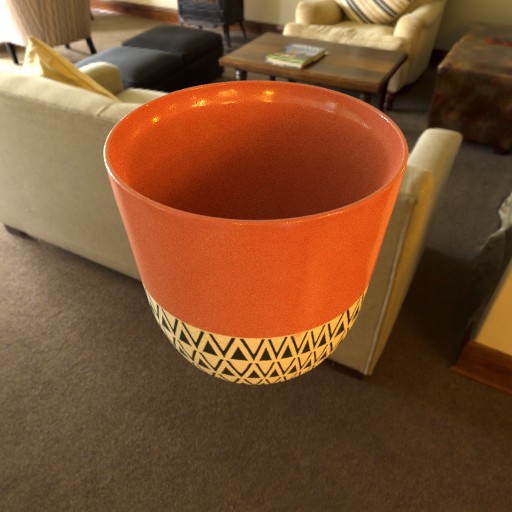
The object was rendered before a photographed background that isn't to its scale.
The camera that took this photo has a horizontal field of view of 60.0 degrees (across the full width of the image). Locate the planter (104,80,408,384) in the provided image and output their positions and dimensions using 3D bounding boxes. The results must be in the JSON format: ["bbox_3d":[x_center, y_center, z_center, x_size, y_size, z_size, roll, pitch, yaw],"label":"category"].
[{"bbox_3d":[0.000,0.000,0.362,0.195,0.214,0.195,0,41,0],"label":"planter"}]
